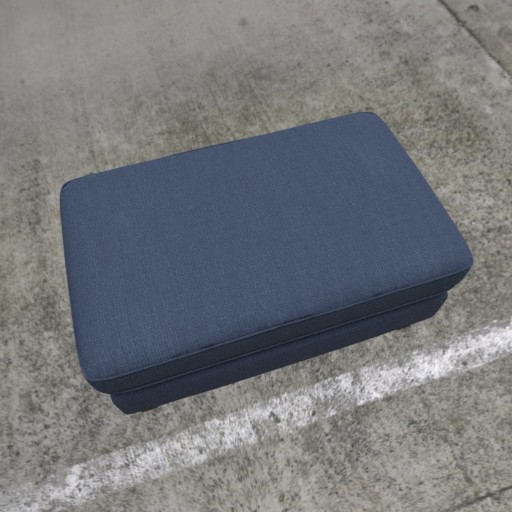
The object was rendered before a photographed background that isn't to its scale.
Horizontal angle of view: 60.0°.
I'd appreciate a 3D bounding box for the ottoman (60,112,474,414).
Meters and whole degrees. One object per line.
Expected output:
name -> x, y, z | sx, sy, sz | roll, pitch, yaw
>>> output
ottoman -> 0.000, 0.000, 1.194 | 0.885, 0.438, 0.570 | -15, 60, -9
